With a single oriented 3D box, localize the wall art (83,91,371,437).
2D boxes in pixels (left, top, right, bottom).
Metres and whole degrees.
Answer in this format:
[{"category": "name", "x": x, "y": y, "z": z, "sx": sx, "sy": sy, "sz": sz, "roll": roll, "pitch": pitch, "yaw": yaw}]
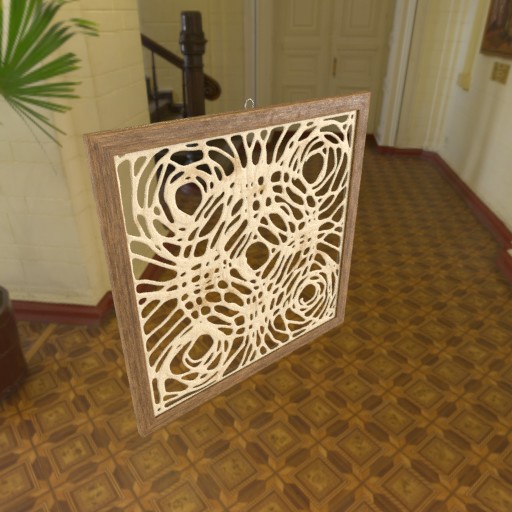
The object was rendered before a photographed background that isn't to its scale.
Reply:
[{"category": "wall art", "x": 0.000, "y": 0.000, "z": 0.850, "sx": 0.561, "sy": 0.576, "sz": 0.021, "roll": -21, "pitch": 35, "yaw": -33}]
